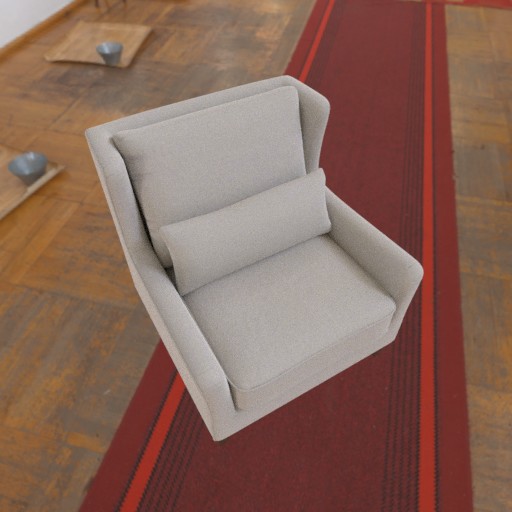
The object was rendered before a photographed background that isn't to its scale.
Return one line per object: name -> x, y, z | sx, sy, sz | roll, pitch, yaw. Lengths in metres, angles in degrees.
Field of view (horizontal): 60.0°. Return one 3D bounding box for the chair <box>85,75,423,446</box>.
chair -> 0.000, 0.000, 1.905 | 0.982, 1.056, 1.040 | -23, 51, -20
